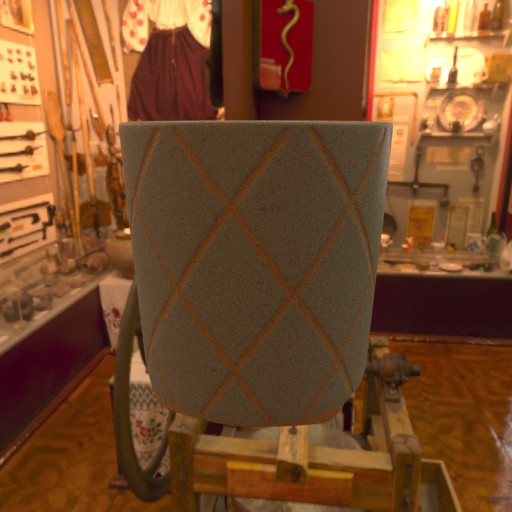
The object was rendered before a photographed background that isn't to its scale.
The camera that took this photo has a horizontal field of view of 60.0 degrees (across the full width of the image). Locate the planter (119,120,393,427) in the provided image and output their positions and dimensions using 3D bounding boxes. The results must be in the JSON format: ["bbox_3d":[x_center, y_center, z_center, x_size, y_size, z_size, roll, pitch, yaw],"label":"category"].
[{"bbox_3d":[0.000,0.000,0.347,0.191,0.200,0.191,0,16,0],"label":"planter"}]
